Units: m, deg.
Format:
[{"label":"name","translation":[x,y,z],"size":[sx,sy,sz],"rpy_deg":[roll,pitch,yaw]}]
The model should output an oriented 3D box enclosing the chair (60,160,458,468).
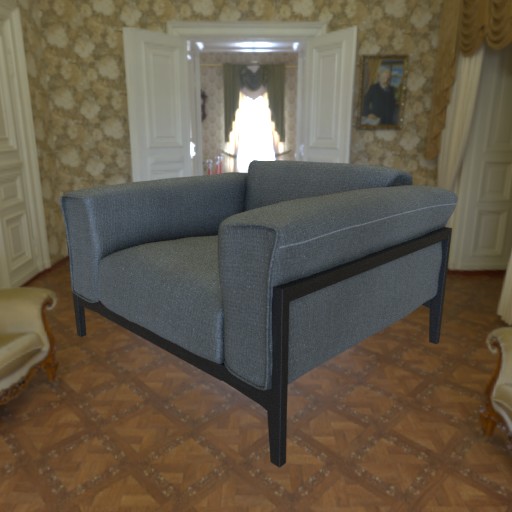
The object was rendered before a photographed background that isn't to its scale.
[{"label":"chair","translation":[0.000,0.000,1.601],"size":[1.056,0.646,0.969],"rpy_deg":[14,20,42]}]
